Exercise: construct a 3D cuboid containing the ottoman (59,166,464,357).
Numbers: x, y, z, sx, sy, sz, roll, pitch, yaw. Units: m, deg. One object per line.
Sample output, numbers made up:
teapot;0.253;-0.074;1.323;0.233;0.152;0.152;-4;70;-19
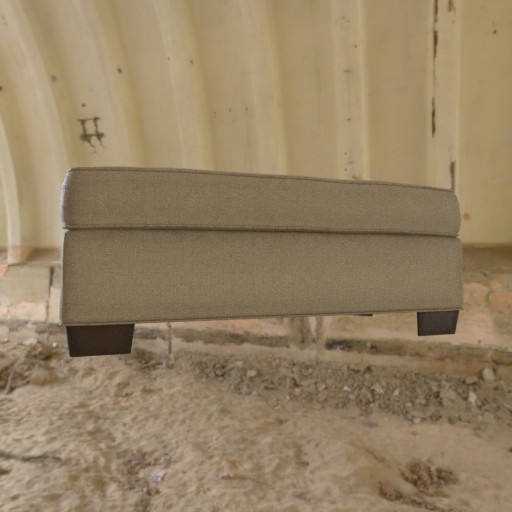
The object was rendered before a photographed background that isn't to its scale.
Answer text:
ottoman;0.000;0.000;1.418;1.097;0.461;0.617;0;-1;-18
